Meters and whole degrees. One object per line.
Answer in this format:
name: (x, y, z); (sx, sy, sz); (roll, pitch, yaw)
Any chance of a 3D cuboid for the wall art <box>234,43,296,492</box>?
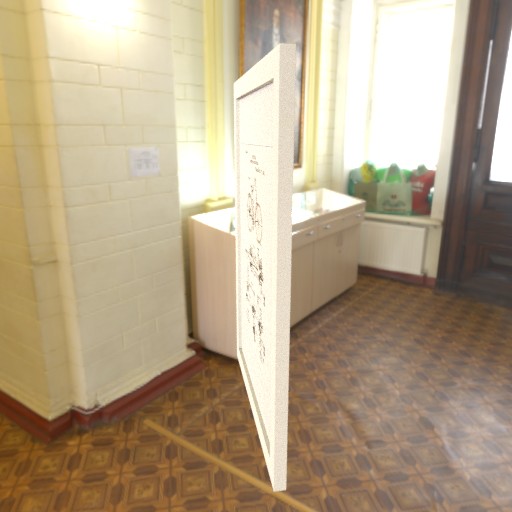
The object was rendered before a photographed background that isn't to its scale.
wall art: (0.000, 0.000, 0.609); (0.015, 0.477, 0.332); (-3, 16, -9)
